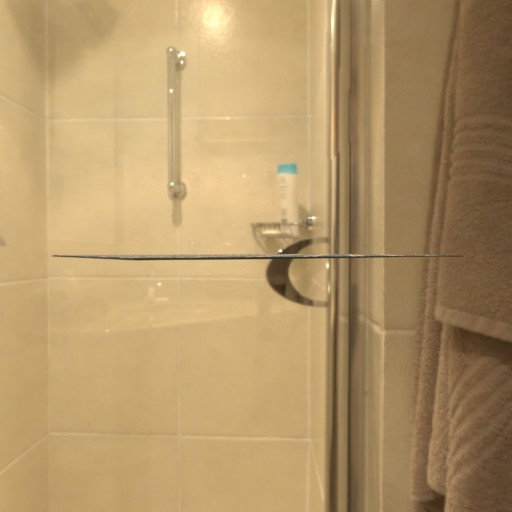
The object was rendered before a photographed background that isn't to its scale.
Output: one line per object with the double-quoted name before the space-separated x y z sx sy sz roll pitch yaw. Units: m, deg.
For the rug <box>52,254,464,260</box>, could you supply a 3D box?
"rug" 0.000 0.000 4.443 3.342 0.018 2.432 0 1 -35
